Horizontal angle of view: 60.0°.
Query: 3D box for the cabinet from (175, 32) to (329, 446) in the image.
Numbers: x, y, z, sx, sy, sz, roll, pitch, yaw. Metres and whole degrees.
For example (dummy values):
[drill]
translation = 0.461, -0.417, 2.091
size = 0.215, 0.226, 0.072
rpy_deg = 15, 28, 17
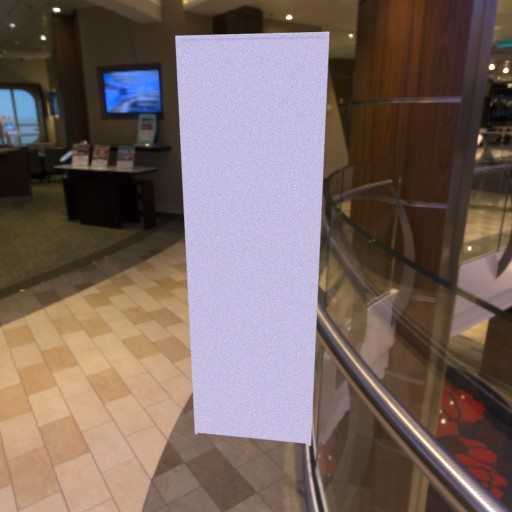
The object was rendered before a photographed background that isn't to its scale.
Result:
[cabinet]
translation = 0.000, 0.000, 1.841
size = 0.520, 1.630, 0.255
rpy_deg = 3, 18, 8
